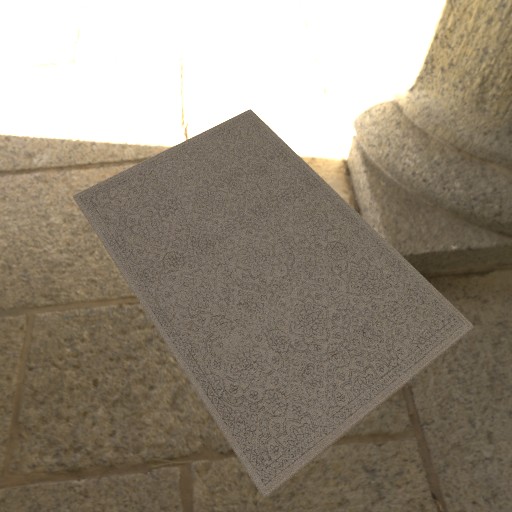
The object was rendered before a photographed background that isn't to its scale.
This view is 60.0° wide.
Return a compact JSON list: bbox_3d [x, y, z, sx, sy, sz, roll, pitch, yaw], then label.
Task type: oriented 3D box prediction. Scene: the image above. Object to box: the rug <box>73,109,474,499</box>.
[{"bbox_3d":[0.000,0.000,2.846,1.524,0.011,2.286,-32,64,-17],"label":"rug"}]
